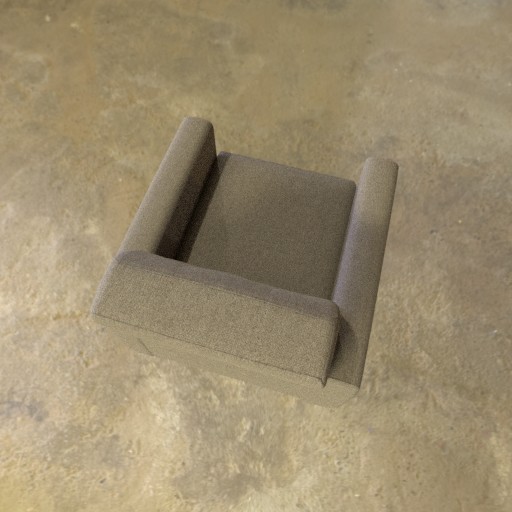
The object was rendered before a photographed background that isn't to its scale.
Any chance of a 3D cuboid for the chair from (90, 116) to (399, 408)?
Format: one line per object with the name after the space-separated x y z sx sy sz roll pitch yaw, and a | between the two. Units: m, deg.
0.000 0.000 1.544 0.831 0.839 0.907 14 64 7 | chair
